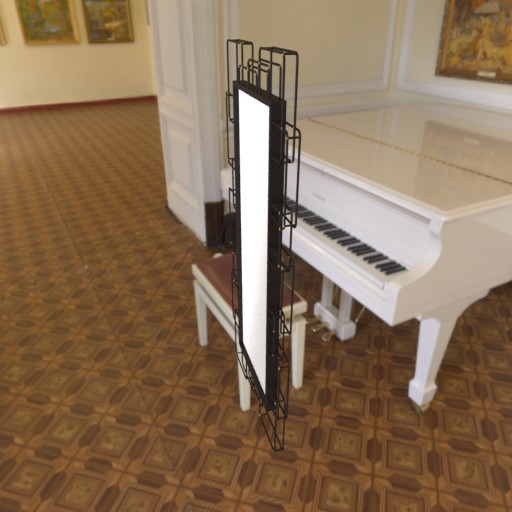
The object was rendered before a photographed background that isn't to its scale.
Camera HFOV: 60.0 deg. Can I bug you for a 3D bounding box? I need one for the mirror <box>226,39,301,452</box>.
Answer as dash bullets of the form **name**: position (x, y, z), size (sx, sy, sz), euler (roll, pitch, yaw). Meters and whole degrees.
- **mirror**: position (0.000, 0.000, 1.380), size (0.037, 1.192, 0.565), euler (-8, 30, -14)
